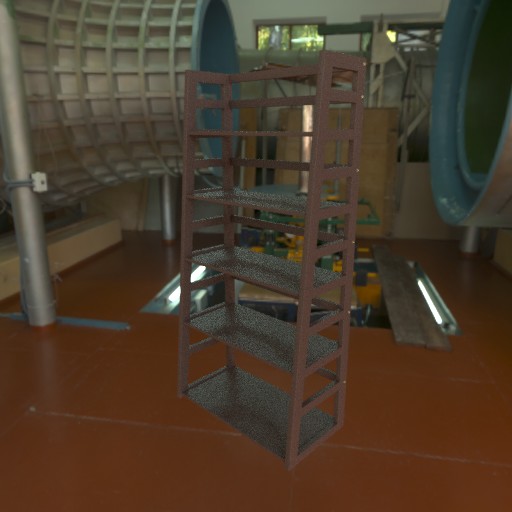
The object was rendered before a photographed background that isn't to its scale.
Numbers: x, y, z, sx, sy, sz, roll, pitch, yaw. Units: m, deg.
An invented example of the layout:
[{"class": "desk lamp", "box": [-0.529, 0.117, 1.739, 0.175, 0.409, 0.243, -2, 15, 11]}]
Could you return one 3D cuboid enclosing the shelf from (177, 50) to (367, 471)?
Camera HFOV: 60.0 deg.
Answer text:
[{"class": "shelf", "box": [0.000, 0.000, 1.987, 0.763, 1.600, 0.403, 15, 22, 42]}]
